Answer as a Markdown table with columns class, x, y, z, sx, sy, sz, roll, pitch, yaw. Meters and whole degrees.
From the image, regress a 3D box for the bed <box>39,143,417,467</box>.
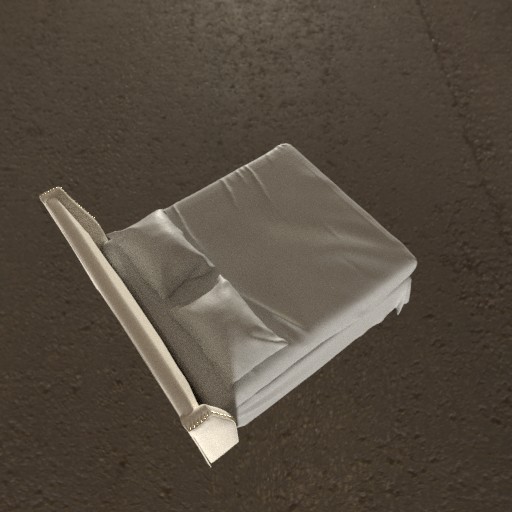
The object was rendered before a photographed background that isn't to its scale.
| class | x | y | z | sx | sy | sz | roll | pitch | yaw |
| --- | --- | --- | --- | --- | --- | --- | --- | --- | --- |
| bed | 0.000 | 0.000 | 3.488 | 2.276 | 1.332 | 1.925 | -32 | 63 | -19 |
